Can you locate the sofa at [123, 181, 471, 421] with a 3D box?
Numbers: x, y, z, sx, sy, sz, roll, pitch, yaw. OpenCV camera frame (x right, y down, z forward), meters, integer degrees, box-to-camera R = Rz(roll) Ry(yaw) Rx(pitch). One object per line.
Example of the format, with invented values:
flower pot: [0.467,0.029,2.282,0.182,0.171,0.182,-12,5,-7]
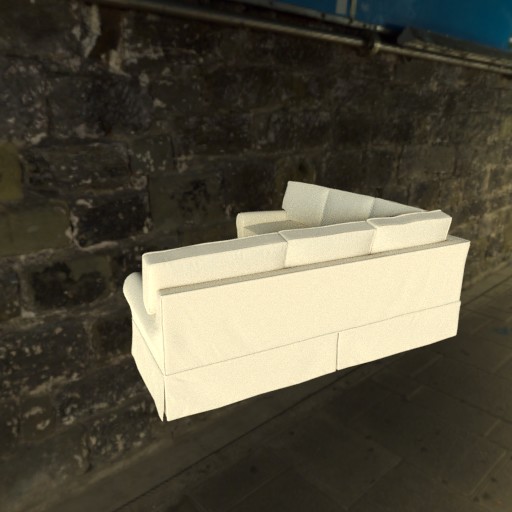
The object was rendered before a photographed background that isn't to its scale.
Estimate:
sofa: [0.000,0.000,4.189,2.597,1.070,2.591,-9,19,-25]
